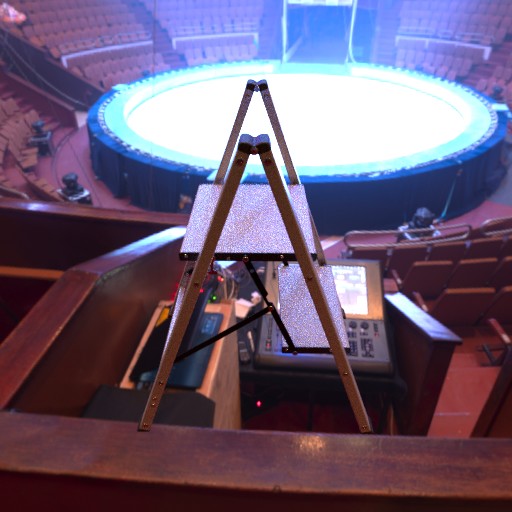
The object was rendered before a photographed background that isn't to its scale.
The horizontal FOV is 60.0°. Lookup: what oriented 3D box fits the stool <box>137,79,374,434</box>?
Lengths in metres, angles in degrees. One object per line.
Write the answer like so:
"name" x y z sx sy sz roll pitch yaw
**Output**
"stool" 0.000 0.000 0.999 0.535 0.670 0.440 0 33 1
